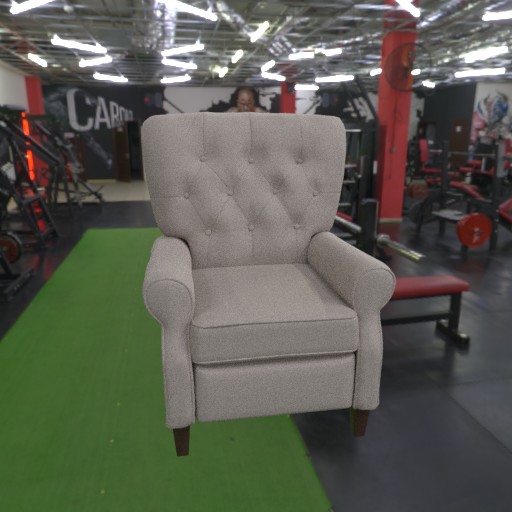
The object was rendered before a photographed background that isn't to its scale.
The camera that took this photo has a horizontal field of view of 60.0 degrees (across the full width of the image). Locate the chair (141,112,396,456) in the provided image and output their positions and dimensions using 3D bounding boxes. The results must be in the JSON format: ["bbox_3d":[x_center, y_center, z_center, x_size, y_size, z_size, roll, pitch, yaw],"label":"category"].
[{"bbox_3d":[0.000,0.000,1.914,0.942,1.209,1.025,-2,16,-9],"label":"chair"}]
